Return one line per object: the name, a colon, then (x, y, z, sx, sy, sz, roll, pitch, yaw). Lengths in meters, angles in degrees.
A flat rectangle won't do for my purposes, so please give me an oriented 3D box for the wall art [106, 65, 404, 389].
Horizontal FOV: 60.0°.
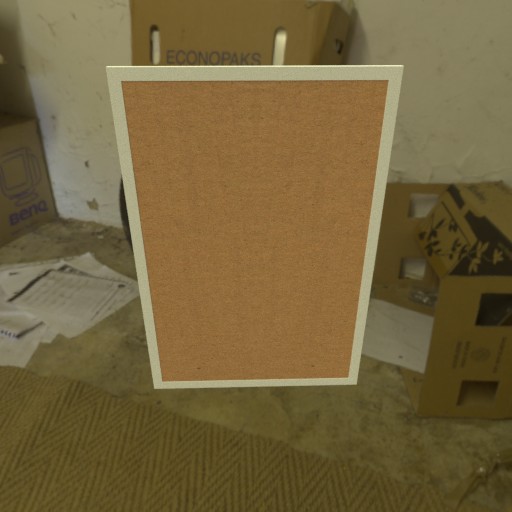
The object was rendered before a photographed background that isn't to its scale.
wall art: (0.000, 0.000, 1.220, 0.660, 0.965, 0.015, -1, 29, -1)
